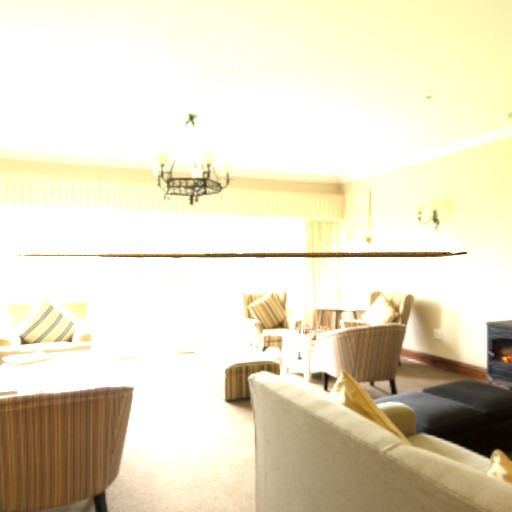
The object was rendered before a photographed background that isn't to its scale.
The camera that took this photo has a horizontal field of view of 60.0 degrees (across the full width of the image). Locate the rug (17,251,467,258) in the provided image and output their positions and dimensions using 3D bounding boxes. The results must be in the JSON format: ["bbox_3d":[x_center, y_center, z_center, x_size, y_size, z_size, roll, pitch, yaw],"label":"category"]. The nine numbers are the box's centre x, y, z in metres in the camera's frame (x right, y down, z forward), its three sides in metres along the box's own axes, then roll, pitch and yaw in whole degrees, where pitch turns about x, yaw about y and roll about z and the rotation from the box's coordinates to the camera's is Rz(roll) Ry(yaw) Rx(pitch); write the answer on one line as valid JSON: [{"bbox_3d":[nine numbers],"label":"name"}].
[{"bbox_3d":[0.000,0.000,2.895,2.312,0.013,1.600,0,-1,18],"label":"rug"}]
